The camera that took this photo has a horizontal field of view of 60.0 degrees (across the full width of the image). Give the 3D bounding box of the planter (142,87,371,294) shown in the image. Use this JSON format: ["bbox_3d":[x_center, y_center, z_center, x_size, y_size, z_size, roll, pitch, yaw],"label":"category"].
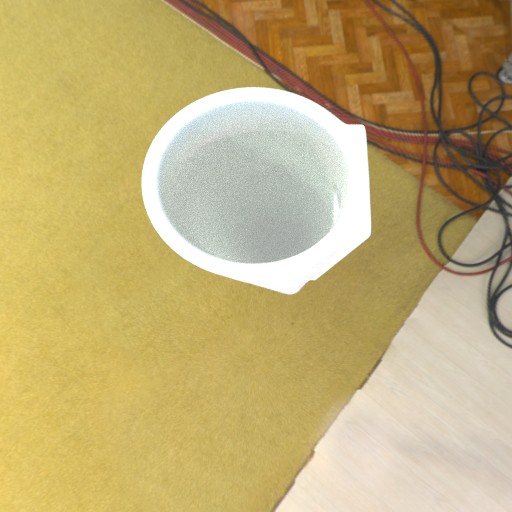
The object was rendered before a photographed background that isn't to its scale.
[{"bbox_3d":[0.000,0.000,0.218,0.064,0.193,0.057,0,77,0],"label":"planter"}]
